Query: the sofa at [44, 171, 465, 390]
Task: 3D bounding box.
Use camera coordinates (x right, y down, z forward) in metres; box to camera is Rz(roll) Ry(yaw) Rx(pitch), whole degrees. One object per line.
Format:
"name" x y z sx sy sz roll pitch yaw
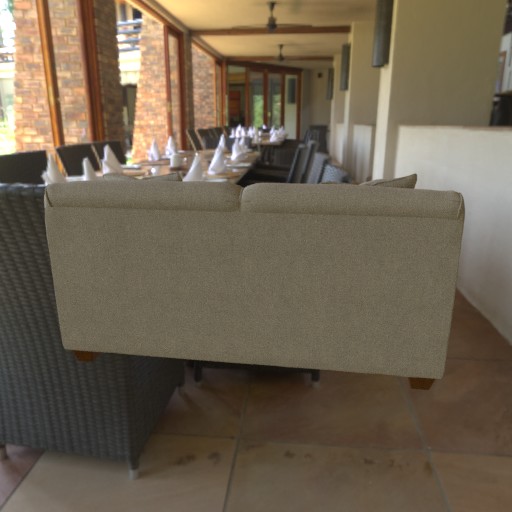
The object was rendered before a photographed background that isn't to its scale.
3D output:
"sofa" 0.000 0.000 2.446 1.846 0.958 0.998 3 17 8
